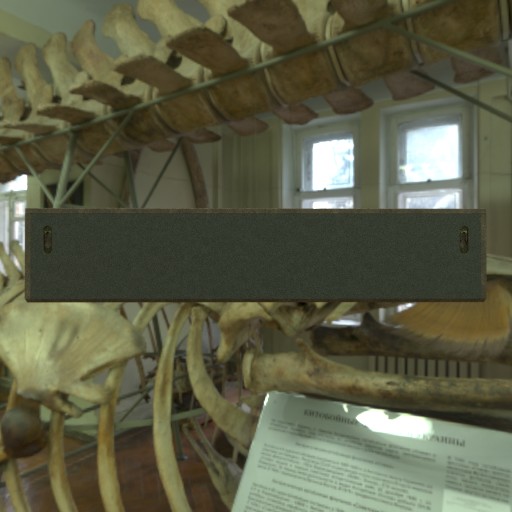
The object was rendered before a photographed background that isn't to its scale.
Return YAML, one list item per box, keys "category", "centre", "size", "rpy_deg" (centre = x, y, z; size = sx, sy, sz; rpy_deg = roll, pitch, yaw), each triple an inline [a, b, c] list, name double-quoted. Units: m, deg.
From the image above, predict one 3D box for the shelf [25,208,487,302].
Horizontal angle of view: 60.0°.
- category: "shelf"
  centre: [0.000, 0.000, 0.685]
  size: [0.610, 0.125, 0.200]
  rpy_deg: [0, 0, 0]
